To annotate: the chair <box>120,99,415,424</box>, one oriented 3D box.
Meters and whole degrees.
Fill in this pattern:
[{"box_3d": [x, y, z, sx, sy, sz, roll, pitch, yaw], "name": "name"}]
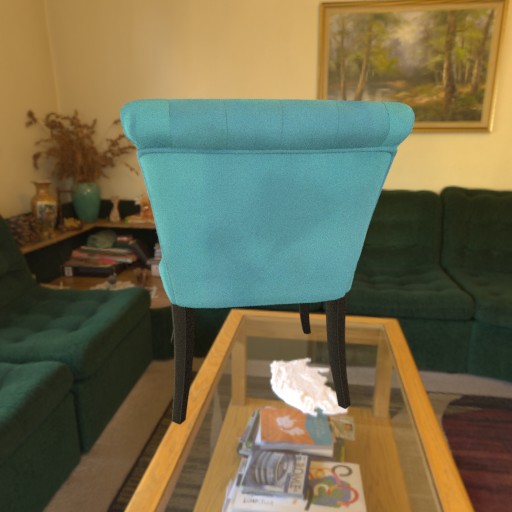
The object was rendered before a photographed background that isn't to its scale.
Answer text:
[{"box_3d": [0.000, 0.000, 1.177, 0.582, 0.750, 0.605, -2, 15, -9], "name": "chair"}]
